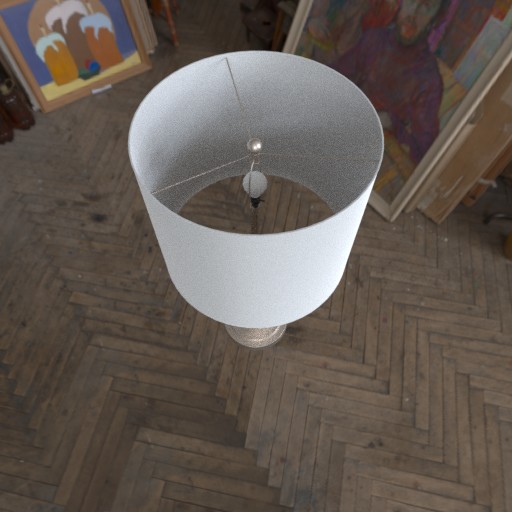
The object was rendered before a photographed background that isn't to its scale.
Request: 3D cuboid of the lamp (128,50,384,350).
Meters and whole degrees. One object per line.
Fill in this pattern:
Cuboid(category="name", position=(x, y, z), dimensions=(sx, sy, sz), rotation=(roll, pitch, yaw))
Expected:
Cuboid(category="lamp", position=(0.000, 0.000, 0.711), dimensions=(0.277, 0.538, 0.277), rotation=(15, 61, 9))
